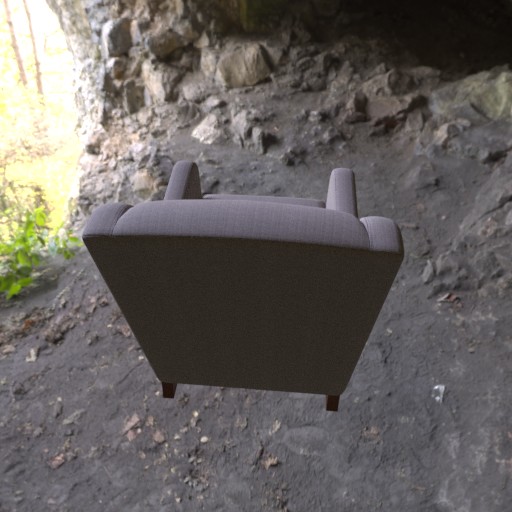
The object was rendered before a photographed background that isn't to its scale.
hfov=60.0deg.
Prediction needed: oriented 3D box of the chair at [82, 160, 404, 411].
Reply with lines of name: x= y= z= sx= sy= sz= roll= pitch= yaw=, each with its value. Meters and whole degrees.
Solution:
chair: x=0.000 y=0.000 z=1.593 sx=0.715 sy=1.017 sz=0.890 roll=3 pitch=45 yaw=3
